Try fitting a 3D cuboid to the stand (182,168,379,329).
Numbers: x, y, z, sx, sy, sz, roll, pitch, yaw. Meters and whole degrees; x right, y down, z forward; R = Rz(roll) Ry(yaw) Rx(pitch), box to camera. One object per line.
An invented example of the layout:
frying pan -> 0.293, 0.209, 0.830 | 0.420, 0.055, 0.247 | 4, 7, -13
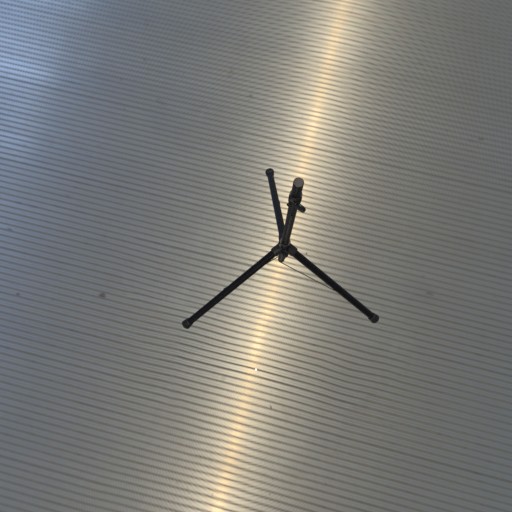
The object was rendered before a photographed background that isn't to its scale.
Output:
stand -> 0.000, 0.000, 1.867 | 0.907, 1.136, 1.045 | -31, 78, -7
